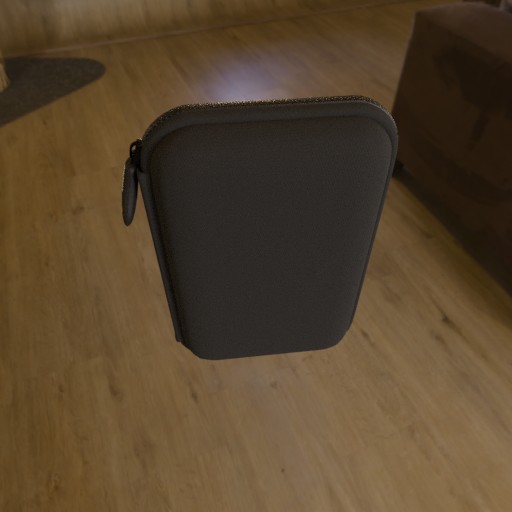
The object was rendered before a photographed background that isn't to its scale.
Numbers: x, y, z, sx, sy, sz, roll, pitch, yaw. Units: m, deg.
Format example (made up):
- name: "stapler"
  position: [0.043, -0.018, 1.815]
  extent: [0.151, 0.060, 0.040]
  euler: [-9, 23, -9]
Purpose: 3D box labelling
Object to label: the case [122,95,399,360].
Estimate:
- name: "case"
  position: [0.000, 0.000, 0.202]
  extent: [0.107, 0.147, 0.030]
  euler: [-5, 46, -5]
